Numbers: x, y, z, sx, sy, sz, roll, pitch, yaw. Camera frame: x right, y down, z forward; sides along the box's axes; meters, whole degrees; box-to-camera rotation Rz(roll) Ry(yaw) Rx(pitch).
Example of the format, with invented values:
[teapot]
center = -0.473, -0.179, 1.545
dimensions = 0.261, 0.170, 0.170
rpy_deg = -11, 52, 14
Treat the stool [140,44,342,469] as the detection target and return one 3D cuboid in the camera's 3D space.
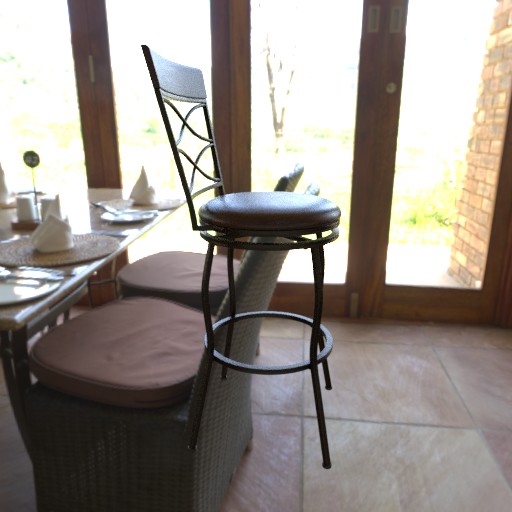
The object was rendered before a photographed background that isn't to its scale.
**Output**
[stool]
center = 0.000, 0.000, 1.360
dimensions = 0.513, 1.130, 0.448
rpy_deg = 3, 16, 9
